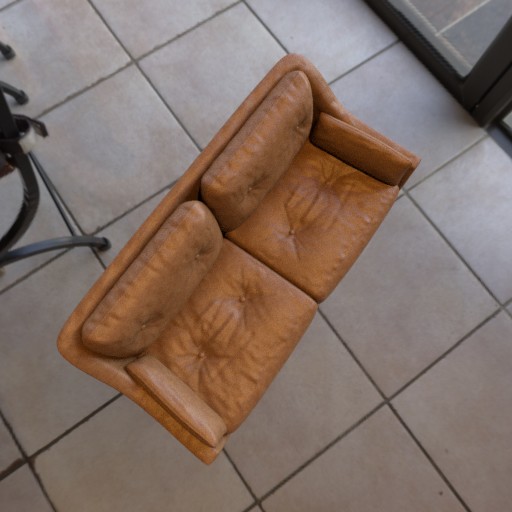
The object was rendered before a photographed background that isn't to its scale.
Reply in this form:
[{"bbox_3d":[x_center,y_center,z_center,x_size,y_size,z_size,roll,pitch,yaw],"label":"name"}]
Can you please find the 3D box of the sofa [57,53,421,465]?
[{"bbox_3d":[0.000,0.000,2.349,0.904,0.839,1.902,35,79,8],"label":"sofa"}]
